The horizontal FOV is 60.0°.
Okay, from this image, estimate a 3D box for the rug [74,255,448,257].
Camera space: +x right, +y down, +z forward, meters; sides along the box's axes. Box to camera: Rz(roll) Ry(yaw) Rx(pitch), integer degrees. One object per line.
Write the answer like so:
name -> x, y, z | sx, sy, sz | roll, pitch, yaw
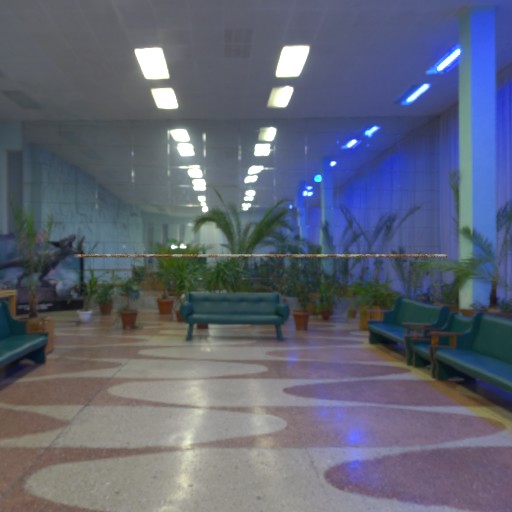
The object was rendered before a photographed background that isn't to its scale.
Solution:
rug -> 0.000, 0.000, 3.007 | 1.517, 0.011, 2.435 | 0, 0, -1
